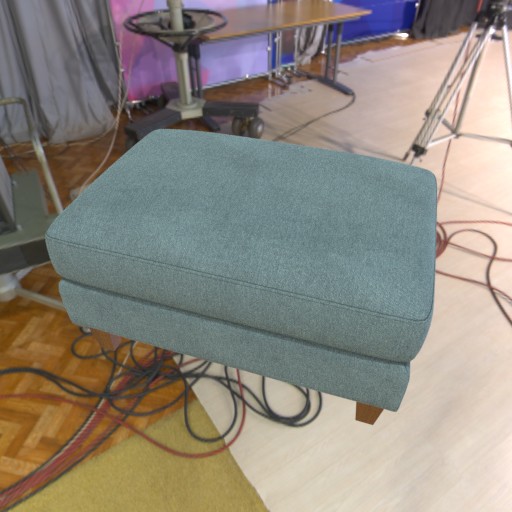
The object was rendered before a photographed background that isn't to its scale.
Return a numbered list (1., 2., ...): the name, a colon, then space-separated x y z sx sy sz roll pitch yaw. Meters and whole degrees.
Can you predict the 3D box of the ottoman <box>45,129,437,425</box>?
1. ottoman: 0.000 0.000 1.205 0.864 0.483 0.584 12 43 13
